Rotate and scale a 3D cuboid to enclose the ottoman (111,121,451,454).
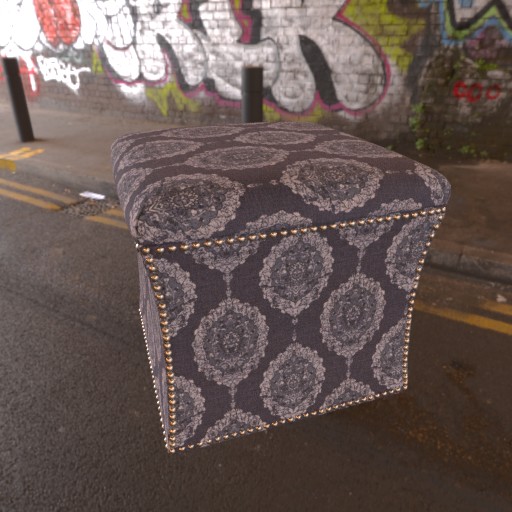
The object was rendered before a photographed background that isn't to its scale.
[{"bbox_3d":[0.000,0.000,0.905,0.507,0.475,0.497,-9,28,-17],"label":"ottoman"}]
